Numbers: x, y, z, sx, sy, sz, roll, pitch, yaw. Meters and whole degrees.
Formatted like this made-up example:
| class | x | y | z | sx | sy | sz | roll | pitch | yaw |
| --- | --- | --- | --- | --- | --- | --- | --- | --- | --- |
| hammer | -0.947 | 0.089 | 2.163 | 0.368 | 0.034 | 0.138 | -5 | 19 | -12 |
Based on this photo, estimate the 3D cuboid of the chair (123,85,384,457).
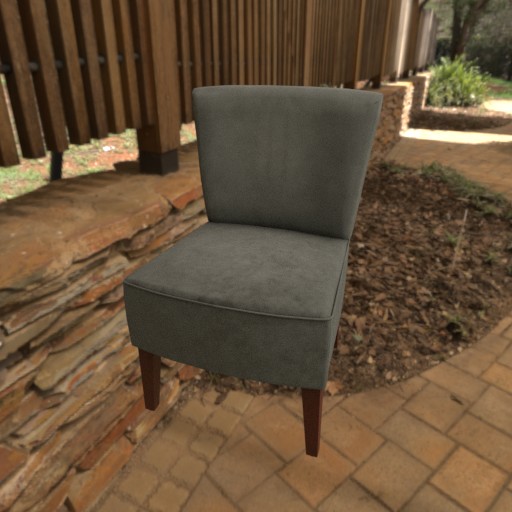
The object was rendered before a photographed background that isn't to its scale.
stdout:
| class | x | y | z | sx | sy | sz | roll | pitch | yaw |
| --- | --- | --- | --- | --- | --- | --- | --- | --- | --- |
| chair | 0.000 | 0.000 | 1.167 | 0.521 | 0.806 | 0.554 | 9 | 27 | 17 |
